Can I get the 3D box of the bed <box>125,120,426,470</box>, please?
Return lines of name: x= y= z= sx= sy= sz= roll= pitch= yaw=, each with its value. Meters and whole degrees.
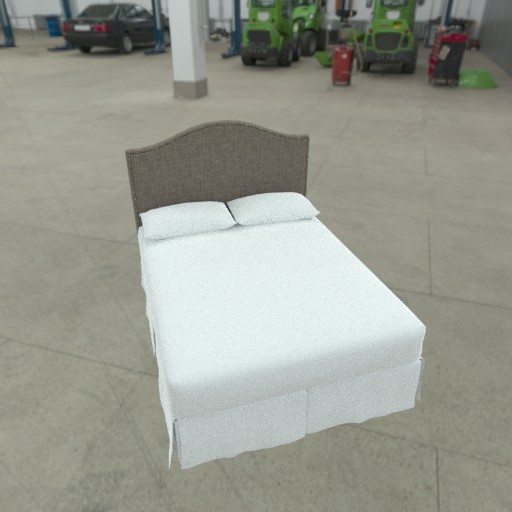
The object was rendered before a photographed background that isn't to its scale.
bed: x=0.000 y=0.000 z=3.291 sx=1.713 sy=1.518 sz=2.153 roll=-9 pitch=31 yaw=-15
